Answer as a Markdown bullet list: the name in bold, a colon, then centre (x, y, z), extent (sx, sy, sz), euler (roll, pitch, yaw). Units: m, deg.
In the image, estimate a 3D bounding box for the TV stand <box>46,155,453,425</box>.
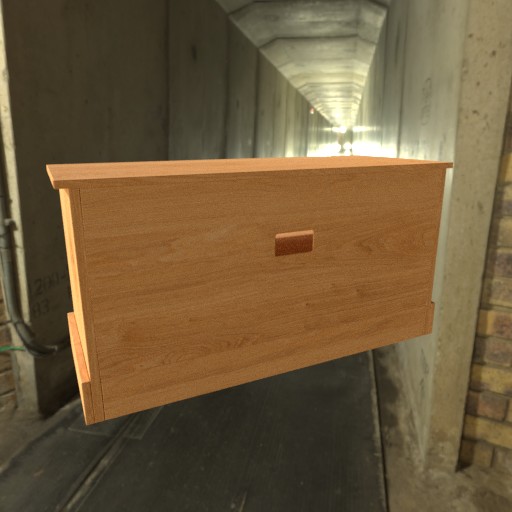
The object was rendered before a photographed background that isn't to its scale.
- **TV stand**: centre (0.000, 0.000, 1.342), extent (1.080, 0.550, 0.440), euler (-8, 18, -25)
